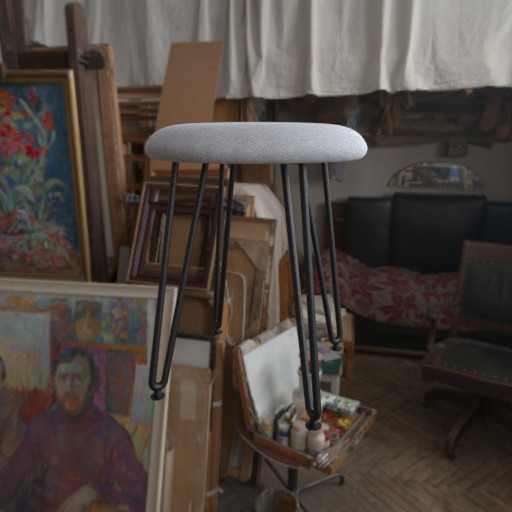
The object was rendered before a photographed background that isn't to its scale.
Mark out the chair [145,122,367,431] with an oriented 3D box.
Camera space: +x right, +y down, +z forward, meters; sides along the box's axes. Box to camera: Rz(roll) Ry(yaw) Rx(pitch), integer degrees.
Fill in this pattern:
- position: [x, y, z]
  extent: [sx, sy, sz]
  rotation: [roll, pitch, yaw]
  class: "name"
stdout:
- position: [0.000, 0.000, 0.673]
  extent: [0.350, 0.386, 0.350]
  rotation: [-8, 17, -27]
  class: "chair"
